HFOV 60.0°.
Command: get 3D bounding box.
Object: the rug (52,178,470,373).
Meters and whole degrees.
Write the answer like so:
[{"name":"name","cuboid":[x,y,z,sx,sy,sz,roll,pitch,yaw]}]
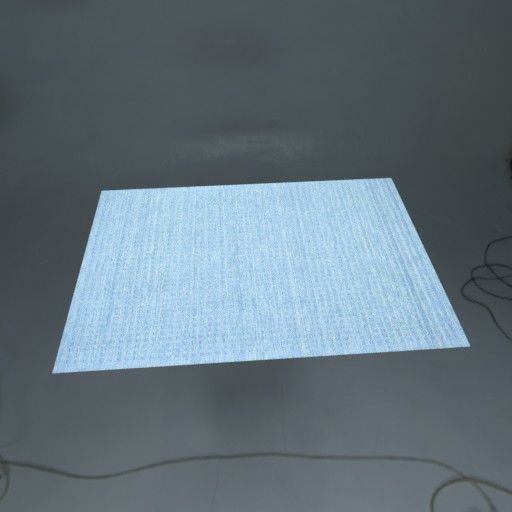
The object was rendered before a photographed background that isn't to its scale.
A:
[{"name":"rug","cuboid":[0.000,0.000,3.744,2.895,0.006,1.982,-3,46,-3]}]
